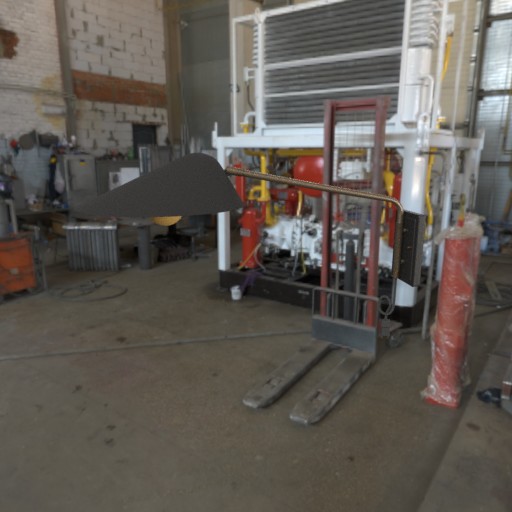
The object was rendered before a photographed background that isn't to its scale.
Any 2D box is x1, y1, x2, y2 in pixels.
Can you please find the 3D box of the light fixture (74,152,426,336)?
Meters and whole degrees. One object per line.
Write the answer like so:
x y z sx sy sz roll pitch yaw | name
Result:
0.000 0.000 0.688 0.516 0.312 0.240 -2 13 -9 | light fixture
